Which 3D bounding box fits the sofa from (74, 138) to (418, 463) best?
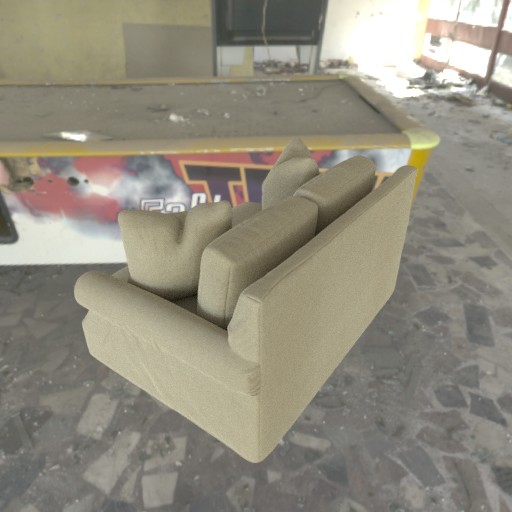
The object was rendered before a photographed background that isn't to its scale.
[{"bbox_3d":[0.000,0.000,2.229,1.070,0.905,1.550,20,36,30],"label":"sofa"}]
